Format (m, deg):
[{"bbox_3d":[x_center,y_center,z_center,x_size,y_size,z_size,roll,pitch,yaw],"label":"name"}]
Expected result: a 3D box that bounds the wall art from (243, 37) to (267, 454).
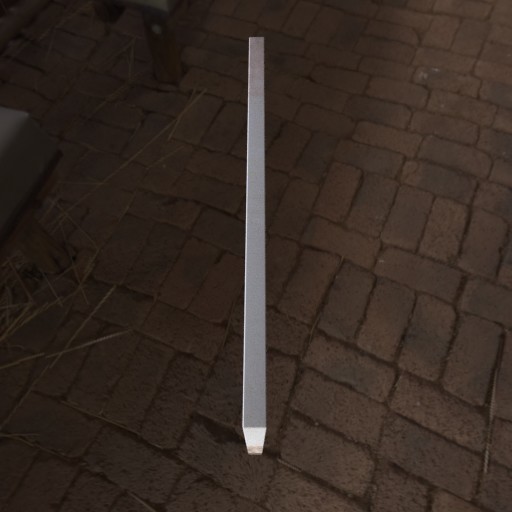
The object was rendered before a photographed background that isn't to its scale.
[{"bbox_3d":[0.000,0.000,1.163,0.040,0.608,0.916,0,62,0],"label":"wall art"}]
